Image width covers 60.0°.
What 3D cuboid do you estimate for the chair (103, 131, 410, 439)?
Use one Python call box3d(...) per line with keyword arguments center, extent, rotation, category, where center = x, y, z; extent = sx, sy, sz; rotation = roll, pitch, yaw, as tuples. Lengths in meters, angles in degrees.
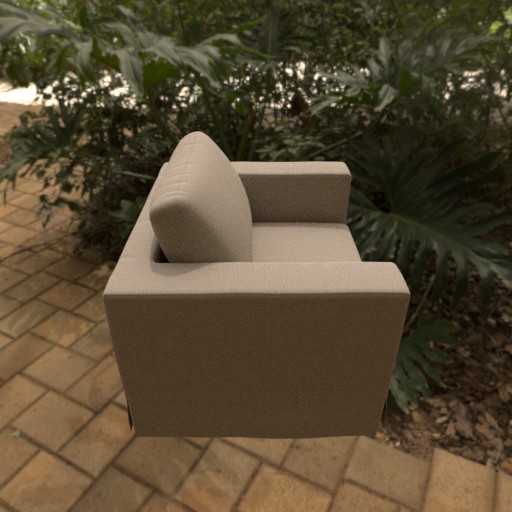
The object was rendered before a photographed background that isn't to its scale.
box3d(center=(0.000, 0.000, 1.892), extent=(0.957, 0.878, 1.150), rotation=(0, 32, 0), category="chair")
